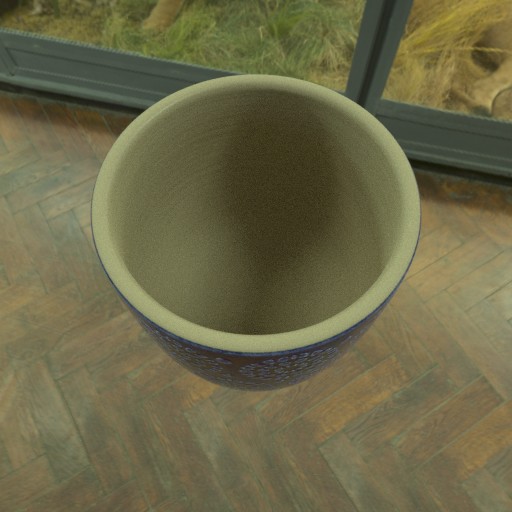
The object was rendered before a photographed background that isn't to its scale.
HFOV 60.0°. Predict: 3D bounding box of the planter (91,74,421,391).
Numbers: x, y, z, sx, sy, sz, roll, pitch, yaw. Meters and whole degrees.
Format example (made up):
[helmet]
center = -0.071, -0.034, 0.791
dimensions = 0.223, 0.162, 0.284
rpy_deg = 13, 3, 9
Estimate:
[planter]
center = 0.000, 0.000, 0.286
dimensions = 0.165, 0.149, 0.165
rpy_deg = 0, 64, 0
